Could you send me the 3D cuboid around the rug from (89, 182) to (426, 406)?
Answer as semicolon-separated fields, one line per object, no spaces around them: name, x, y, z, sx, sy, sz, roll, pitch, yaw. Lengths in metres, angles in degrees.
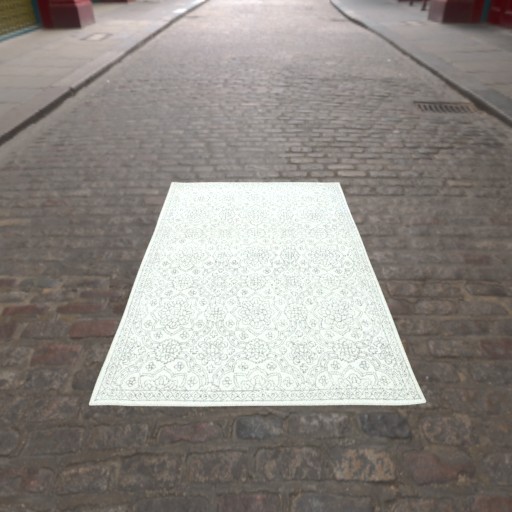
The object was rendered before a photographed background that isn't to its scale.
rug;0.000;0.000;2.997;1.518;0.023;2.434;0;33;0
